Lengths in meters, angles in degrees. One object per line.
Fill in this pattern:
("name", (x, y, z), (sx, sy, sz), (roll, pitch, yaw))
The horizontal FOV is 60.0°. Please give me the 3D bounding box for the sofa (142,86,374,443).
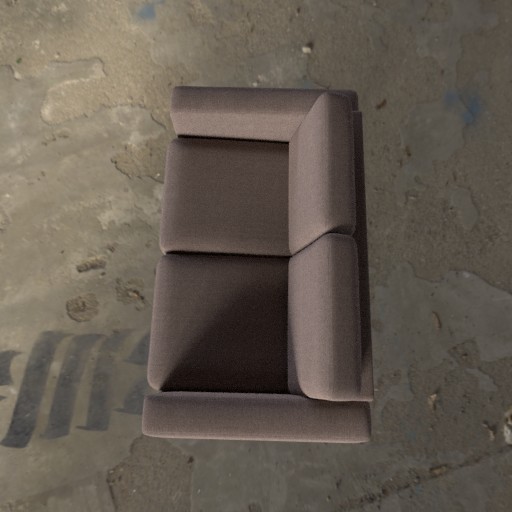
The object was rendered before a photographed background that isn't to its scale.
("sofa", (0.000, 0.000, 2.003), (0.900, 0.800, 1.520), (1, 75, 0))
